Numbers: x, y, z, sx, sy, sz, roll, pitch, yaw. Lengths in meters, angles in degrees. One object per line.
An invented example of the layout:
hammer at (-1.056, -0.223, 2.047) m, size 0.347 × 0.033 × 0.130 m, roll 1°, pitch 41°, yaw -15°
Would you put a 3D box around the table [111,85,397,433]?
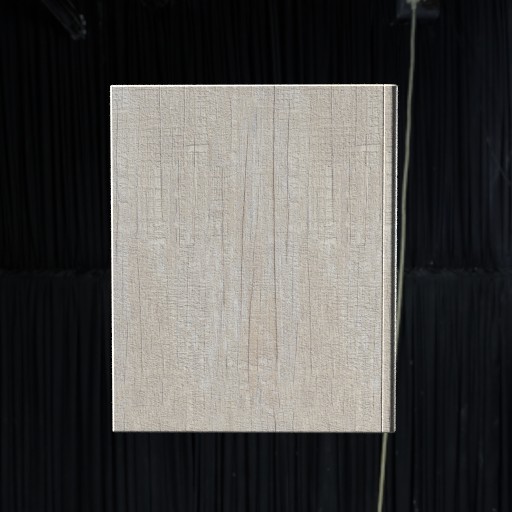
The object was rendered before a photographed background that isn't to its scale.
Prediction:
table at (0.000, 0.000, 0.934) m, size 0.420 × 0.510 × 0.570 m, roll 0°, pitch 1°, yaw 0°
